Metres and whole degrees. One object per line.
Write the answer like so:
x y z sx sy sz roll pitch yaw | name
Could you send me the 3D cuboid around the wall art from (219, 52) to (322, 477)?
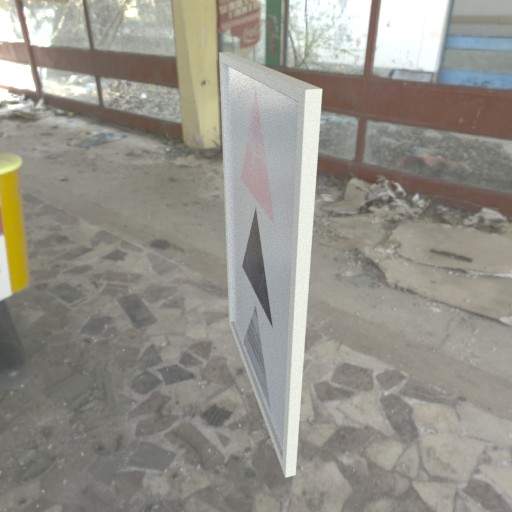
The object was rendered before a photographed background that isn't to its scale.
0.000 0.000 0.545 0.013 0.433 0.303 -8 30 -14 | wall art
